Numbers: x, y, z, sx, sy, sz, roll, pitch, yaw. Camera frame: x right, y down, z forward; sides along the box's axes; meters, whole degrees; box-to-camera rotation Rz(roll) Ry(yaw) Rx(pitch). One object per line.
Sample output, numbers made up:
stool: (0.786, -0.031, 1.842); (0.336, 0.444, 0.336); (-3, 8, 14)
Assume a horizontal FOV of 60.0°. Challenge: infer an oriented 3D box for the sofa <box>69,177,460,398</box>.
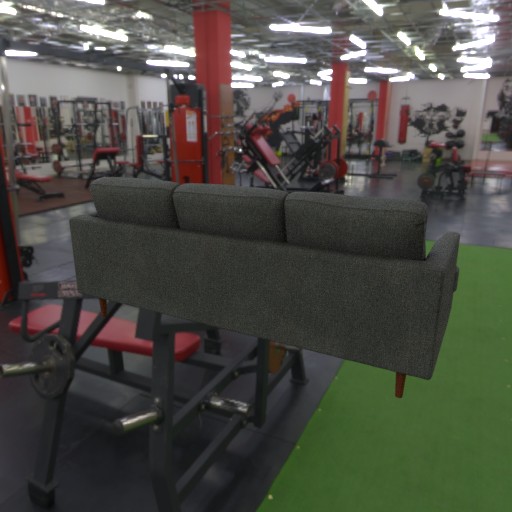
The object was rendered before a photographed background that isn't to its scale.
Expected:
sofa: (0.000, 0.000, 2.728); (2.246, 0.930, 0.903); (9, 19, 27)
